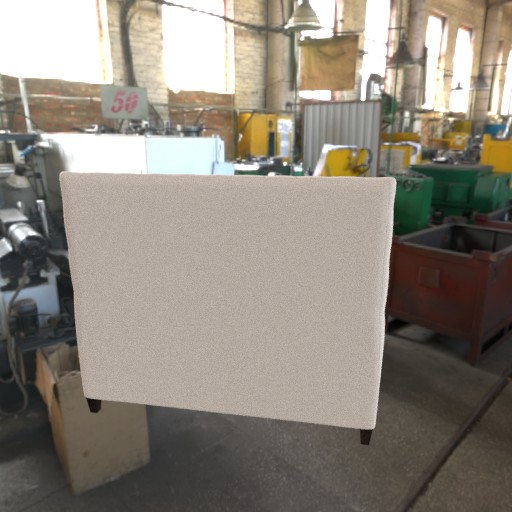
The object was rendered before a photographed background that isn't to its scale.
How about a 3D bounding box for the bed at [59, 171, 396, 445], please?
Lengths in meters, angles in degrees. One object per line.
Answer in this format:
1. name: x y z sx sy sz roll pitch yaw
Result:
1. bed: 0.000 0.000 3.360 1.696 1.426 2.233 3 16 10
